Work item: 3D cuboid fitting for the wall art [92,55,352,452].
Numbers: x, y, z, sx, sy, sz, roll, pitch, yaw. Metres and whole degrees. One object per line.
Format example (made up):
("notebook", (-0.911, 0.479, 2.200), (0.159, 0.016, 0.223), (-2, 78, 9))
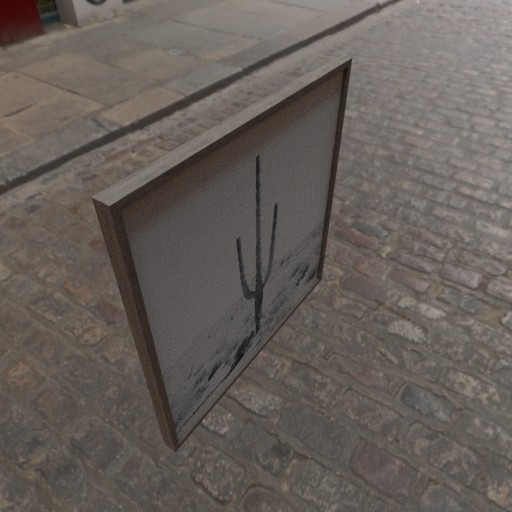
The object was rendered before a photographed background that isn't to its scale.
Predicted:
("wall art", (0.000, 0.000, 1.112), (0.038, 0.762, 0.762), (25, 48, 26))
